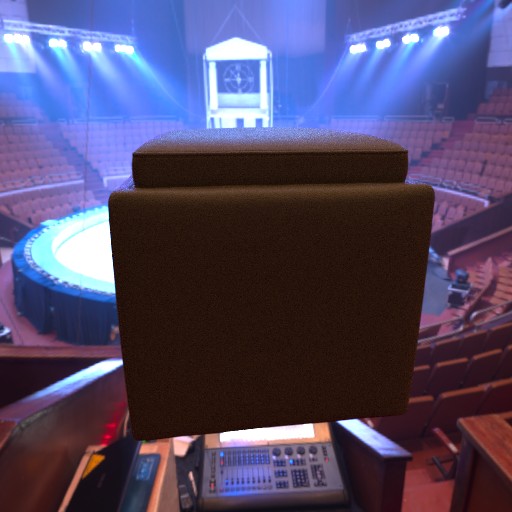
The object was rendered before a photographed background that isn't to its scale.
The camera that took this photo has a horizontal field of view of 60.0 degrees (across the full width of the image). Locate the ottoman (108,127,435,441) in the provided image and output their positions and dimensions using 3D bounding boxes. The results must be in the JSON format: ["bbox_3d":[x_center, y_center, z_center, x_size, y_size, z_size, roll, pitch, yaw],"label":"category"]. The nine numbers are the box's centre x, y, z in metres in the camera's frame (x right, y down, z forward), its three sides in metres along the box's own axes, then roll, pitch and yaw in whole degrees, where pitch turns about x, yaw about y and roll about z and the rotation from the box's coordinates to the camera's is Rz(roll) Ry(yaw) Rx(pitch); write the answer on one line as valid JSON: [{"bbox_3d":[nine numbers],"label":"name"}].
[{"bbox_3d":[0.000,0.000,0.826,0.450,0.460,0.451,-3,17,-8],"label":"ottoman"}]
